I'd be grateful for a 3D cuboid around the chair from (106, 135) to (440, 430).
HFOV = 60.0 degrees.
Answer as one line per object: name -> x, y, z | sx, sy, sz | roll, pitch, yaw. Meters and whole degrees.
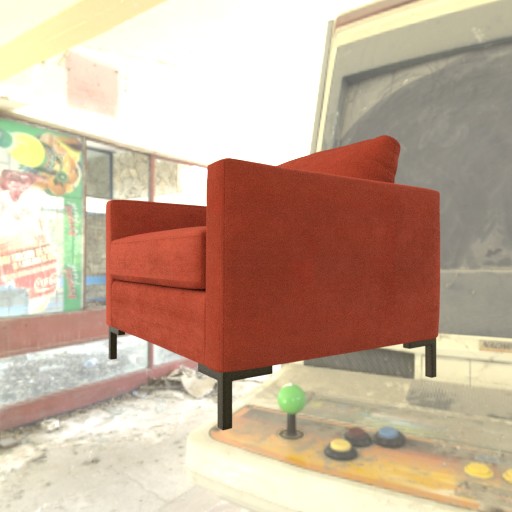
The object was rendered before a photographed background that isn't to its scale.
chair -> 0.000, 0.000, 1.618 | 0.875, 0.812, 0.964 | 0, -1, -34
